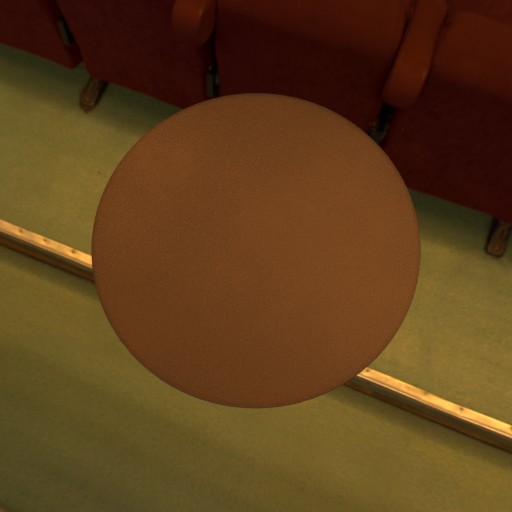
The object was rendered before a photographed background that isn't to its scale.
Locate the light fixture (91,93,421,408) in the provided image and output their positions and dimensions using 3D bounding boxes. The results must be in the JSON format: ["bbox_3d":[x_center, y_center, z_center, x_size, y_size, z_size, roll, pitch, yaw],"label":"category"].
[{"bbox_3d":[0.000,0.000,0.442,0.280,0.135,0.280,0,74,0],"label":"light fixture"}]
